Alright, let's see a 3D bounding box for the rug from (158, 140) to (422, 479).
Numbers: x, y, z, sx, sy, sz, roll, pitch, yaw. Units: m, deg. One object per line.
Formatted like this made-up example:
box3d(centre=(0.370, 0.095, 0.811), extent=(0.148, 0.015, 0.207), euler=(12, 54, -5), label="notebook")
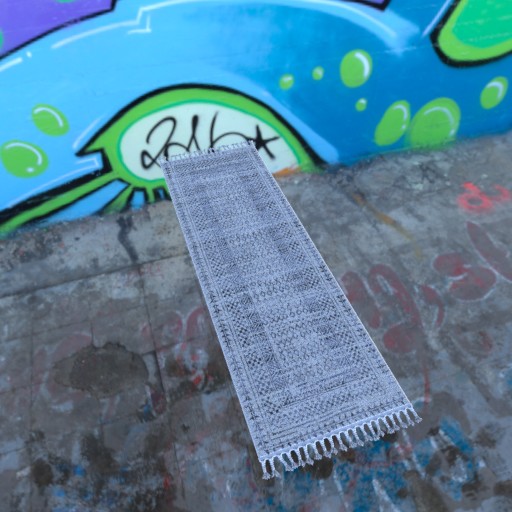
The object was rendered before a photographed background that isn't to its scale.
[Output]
box3d(centre=(0.000, 0.000, 2.743), extent=(0.786, 0.013, 2.480), euler=(-14, 49, -13), label="rug")
